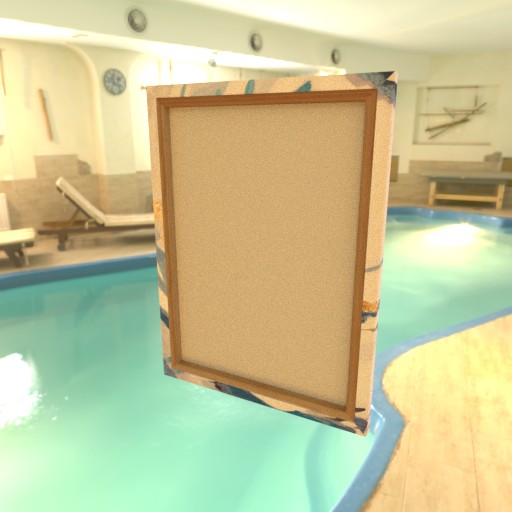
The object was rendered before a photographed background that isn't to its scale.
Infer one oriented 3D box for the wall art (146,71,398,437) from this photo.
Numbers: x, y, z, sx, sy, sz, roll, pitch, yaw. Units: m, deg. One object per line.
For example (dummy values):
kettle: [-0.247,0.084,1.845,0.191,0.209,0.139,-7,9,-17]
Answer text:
wall art: [0.000,0.000,1.367,0.761,1.015,0.038,8,18,27]
